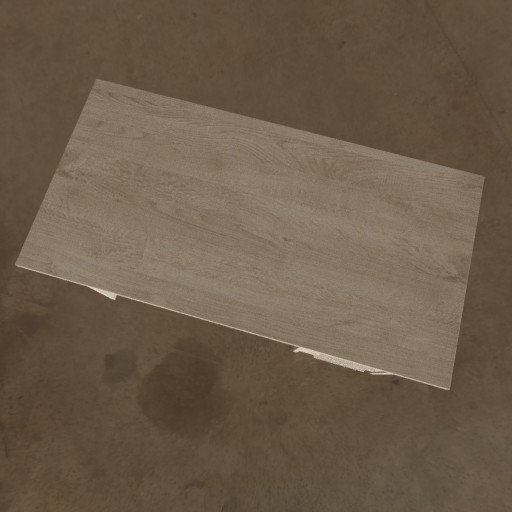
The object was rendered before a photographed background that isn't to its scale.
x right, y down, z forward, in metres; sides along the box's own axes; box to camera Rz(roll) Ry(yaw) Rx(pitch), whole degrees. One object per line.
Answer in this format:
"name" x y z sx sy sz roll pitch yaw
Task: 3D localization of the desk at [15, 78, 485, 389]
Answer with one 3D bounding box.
"desk" 0.000 0.000 1.490 1.096 0.730 0.560 15 76 4
